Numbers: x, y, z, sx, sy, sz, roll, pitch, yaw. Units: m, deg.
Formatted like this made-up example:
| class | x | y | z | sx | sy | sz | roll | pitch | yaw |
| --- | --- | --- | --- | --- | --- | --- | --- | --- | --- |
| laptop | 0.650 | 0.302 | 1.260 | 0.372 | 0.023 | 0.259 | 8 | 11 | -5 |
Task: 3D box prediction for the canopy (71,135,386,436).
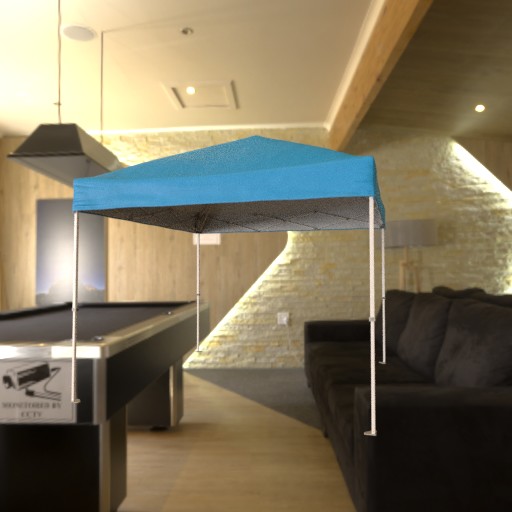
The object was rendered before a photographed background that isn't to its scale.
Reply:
| class | x | y | z | sx | sy | sz | roll | pitch | yaw |
| --- | --- | --- | --- | --- | --- | --- | --- | --- | --- |
| canopy | 0.000 | 0.000 | 5.453 | 2.998 | 2.997 | 2.996 | -1 | -2 | 18 |
